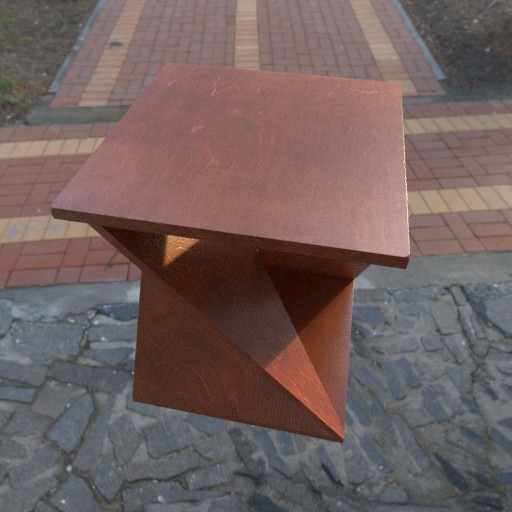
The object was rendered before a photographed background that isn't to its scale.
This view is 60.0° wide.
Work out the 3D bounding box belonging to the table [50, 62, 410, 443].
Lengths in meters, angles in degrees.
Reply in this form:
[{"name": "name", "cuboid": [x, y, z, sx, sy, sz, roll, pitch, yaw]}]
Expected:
[{"name": "table", "cuboid": [0.000, 0.000, 0.841, 0.427, 0.520, 0.427, 8, 47, 8]}]
